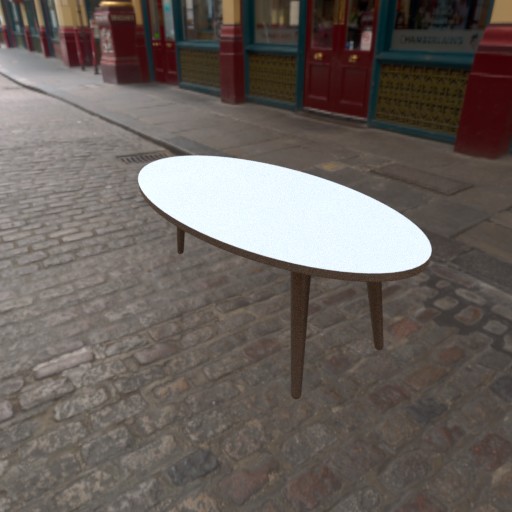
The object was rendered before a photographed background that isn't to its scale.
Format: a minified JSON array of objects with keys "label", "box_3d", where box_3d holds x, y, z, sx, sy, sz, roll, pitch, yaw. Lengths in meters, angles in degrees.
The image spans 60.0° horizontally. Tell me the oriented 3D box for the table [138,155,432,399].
[{"label":"table","box_3d":[0.000,0.000,1.360,0.542,0.390,1.083,-19,32,-33]}]
